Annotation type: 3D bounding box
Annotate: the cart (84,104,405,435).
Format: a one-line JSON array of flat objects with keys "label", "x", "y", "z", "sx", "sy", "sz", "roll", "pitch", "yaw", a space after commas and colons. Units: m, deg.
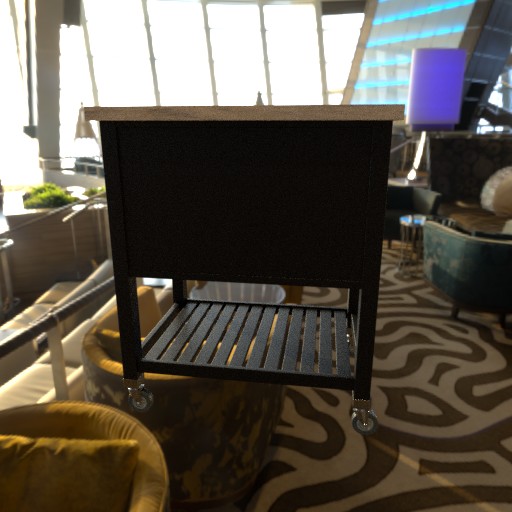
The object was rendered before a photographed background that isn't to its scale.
[{"label": "cart", "x": 0.000, "y": 0.000, "z": 1.464, "sx": 0.797, "sy": 0.920, "sz": 0.567, "roll": 2, "pitch": 17, "yaw": 8}]
